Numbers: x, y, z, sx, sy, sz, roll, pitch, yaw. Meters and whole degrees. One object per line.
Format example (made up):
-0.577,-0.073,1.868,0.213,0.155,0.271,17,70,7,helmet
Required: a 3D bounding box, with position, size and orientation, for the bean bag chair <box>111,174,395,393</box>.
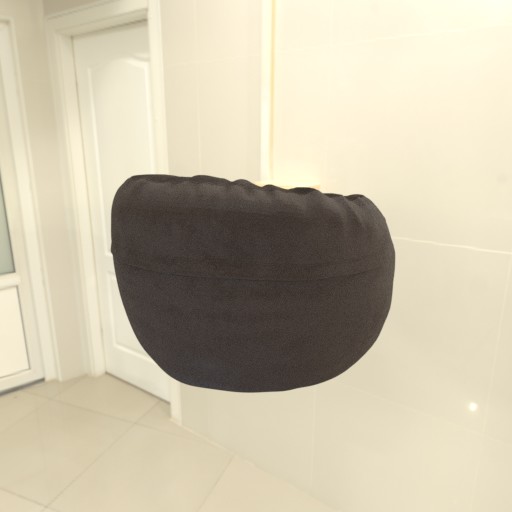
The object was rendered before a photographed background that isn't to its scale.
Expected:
0.000,0.000,2.069,1.245,0.821,1.245,0,16,0,bean bag chair
